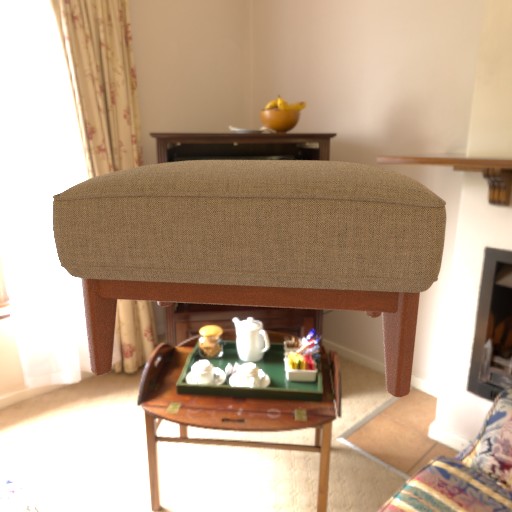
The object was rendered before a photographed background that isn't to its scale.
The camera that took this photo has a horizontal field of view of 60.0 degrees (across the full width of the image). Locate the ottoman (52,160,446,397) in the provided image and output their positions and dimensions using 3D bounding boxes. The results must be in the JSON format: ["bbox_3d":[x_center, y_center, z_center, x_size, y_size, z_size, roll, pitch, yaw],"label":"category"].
[{"bbox_3d":[0.000,0.000,1.097,0.750,0.458,0.555,2,14,8],"label":"ottoman"}]
